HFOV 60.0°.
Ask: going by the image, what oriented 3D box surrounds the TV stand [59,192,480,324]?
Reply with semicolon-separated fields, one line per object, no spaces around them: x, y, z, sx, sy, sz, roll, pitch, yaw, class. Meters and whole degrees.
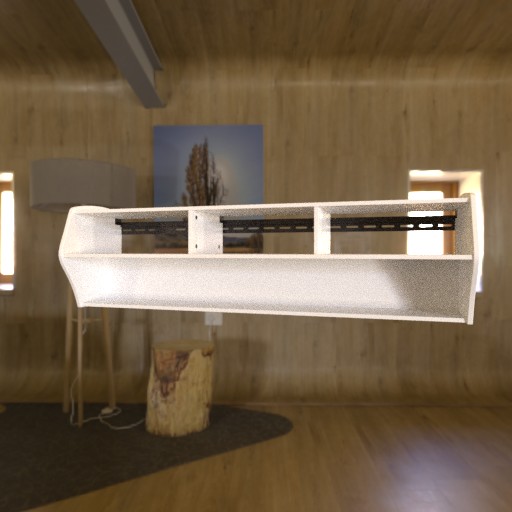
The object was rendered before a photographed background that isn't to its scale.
0.000;0.000;1.685;1.473;0.424;0.397;0;1;17;TV stand
